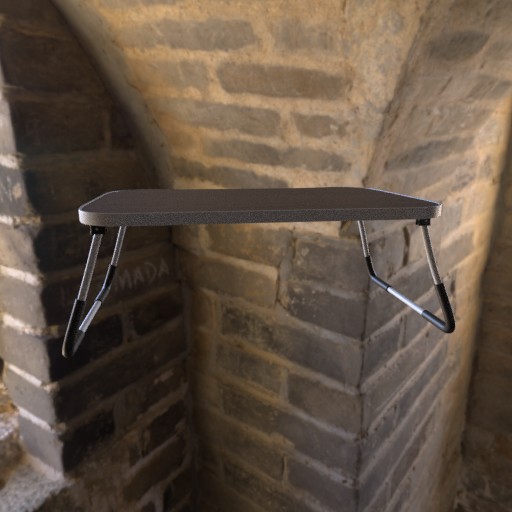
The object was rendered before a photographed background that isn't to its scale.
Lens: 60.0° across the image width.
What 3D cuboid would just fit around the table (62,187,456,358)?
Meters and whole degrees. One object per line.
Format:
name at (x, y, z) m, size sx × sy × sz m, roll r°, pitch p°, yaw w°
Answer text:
table at (0.000, 0.000, 0.872) m, size 0.660 × 0.232 × 0.400 m, roll -2°, pitch 14°, yaw -8°
